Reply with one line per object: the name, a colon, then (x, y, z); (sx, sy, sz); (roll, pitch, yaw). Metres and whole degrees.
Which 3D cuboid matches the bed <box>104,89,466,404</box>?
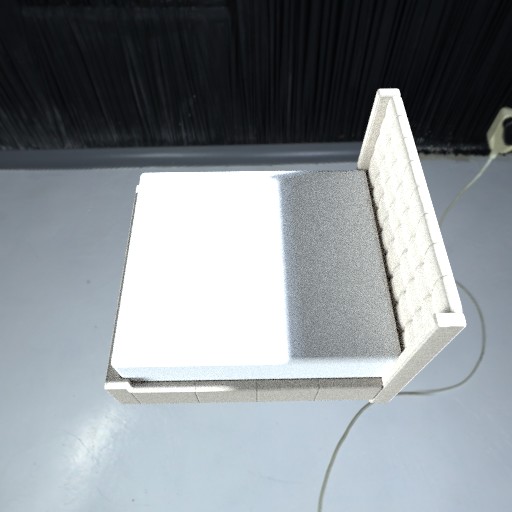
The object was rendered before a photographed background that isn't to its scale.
bed: (0.000, 0.000, 3.724); (2.370, 1.743, 2.045); (-1, 58, -1)
